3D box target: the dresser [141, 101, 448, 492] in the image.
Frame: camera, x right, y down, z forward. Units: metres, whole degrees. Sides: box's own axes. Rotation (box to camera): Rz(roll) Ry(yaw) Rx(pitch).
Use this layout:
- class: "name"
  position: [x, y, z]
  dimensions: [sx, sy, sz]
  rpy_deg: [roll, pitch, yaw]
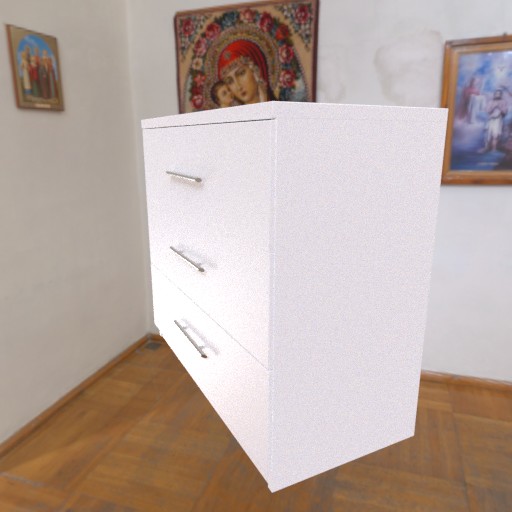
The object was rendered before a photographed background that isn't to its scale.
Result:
- class: "dresser"
  position: [0.000, 0.000, 1.224]
  dimensions: [0.420, 0.740, 0.830]
  rpy_deg: [-7, 17, -26]
